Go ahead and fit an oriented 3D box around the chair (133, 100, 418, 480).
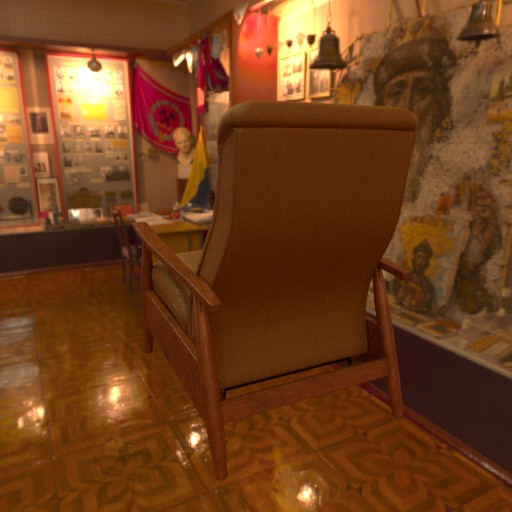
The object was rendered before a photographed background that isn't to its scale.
[{"bbox_3d":[0.000,0.000,1.768,0.762,1.082,1.014,-7,15,-26],"label":"chair"}]
